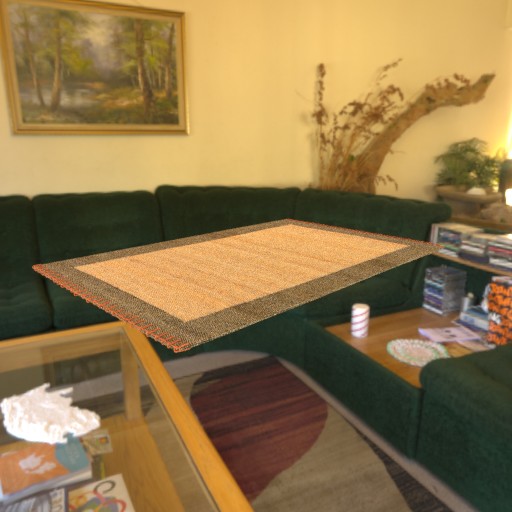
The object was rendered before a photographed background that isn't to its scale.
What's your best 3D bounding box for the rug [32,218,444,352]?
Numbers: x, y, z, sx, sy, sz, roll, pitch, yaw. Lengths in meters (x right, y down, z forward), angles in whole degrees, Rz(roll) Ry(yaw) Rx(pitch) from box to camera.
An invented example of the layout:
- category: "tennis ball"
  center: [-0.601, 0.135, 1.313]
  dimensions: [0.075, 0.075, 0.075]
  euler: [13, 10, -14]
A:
- category: "rug"
  center: [0.000, 0.000, 2.304]
  dimensions: [1.838, 0.019, 1.220]
  euler: [-14, 21, -43]
